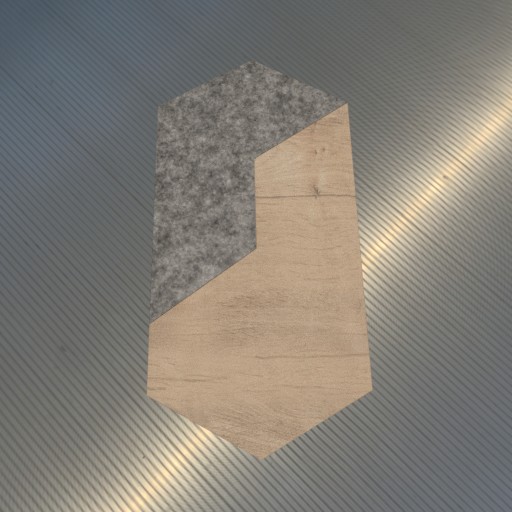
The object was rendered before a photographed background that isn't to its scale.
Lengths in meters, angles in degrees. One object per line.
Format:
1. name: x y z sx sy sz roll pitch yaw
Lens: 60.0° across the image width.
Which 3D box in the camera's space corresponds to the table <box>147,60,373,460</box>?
1. table: 0.000 0.000 1.528 0.609 0.457 1.219 -1 75 0
